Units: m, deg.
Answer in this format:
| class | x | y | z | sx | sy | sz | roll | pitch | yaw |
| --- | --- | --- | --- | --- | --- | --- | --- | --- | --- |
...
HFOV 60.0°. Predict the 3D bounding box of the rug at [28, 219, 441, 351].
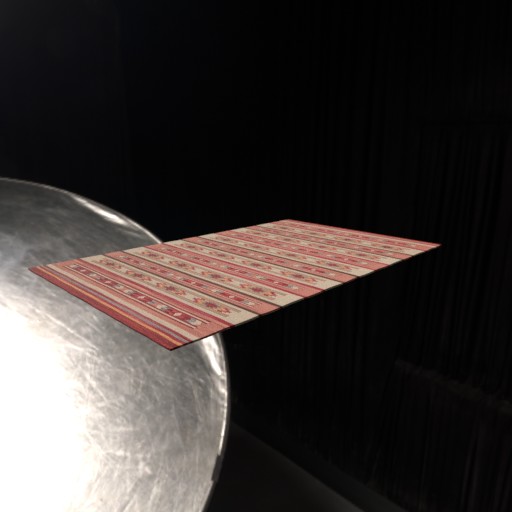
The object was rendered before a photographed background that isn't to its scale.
| class | x | y | z | sx | sy | sz | roll | pitch | yaw |
| --- | --- | --- | --- | --- | --- | --- | --- | --- | --- |
| rug | 0.000 | 0.000 | 3.023 | 2.431 | 0.010 | 1.535 | -14 | 20 | -43 |
